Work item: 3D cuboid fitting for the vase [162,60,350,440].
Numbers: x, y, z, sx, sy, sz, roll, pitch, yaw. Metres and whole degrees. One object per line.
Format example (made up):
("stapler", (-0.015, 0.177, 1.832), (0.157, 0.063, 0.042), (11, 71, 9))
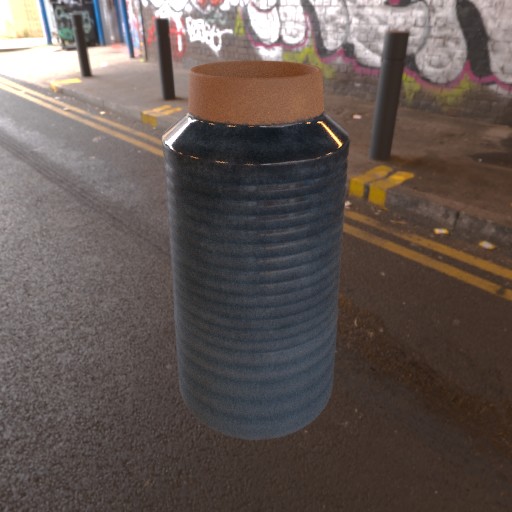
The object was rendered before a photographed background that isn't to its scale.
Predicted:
("vase", (0.000, 0.000, 0.402), (0.163, 0.316, 0.163), (0, 30, 0))
